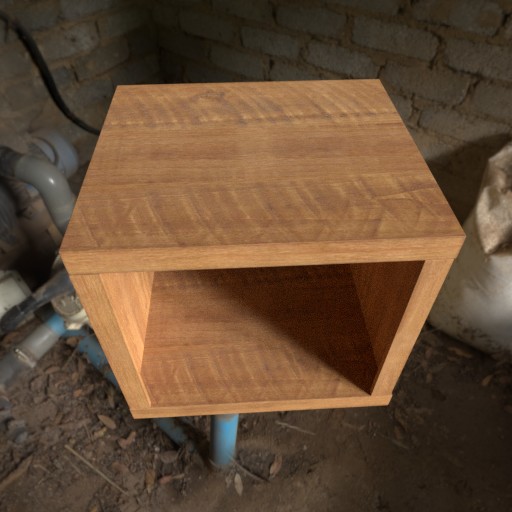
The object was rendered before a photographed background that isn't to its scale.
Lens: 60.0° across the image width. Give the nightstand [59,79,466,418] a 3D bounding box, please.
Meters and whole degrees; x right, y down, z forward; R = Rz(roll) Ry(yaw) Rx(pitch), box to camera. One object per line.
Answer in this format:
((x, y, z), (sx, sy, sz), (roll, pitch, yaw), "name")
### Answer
((0.000, 0.000, 0.856), (0.493, 0.491, 0.436), (-2, 46, -2), "nightstand")
